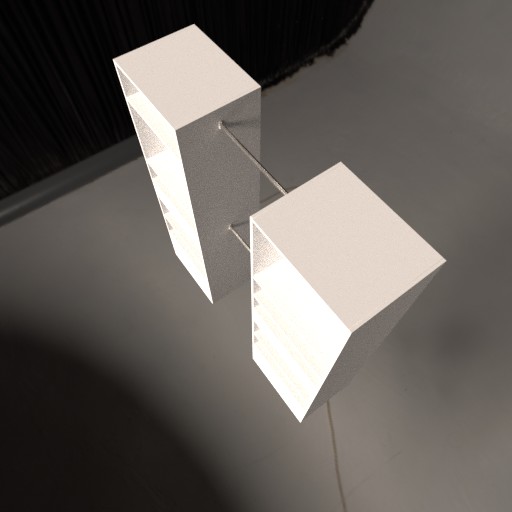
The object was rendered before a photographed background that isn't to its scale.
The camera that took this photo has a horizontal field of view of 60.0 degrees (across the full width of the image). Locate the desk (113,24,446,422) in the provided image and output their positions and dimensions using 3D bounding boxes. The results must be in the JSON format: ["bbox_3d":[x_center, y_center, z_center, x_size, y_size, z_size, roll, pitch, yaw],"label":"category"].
[{"bbox_3d":[0.000,0.000,2.817,0.480,2.000,1.770,-33,66,-17],"label":"desk"}]
